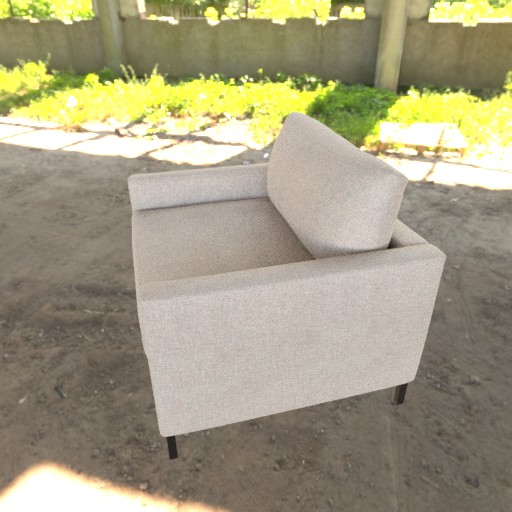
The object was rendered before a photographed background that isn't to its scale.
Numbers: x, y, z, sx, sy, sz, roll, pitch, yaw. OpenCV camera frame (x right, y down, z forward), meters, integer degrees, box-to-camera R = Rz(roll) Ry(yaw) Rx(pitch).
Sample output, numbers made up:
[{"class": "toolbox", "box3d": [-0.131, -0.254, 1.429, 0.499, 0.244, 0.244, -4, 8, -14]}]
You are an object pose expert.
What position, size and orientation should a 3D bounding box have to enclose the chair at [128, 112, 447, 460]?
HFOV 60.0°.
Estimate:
[{"class": "chair", "box3d": [0.000, 0.000, 1.621, 0.866, 0.861, 0.963, -8, 30, -14]}]
